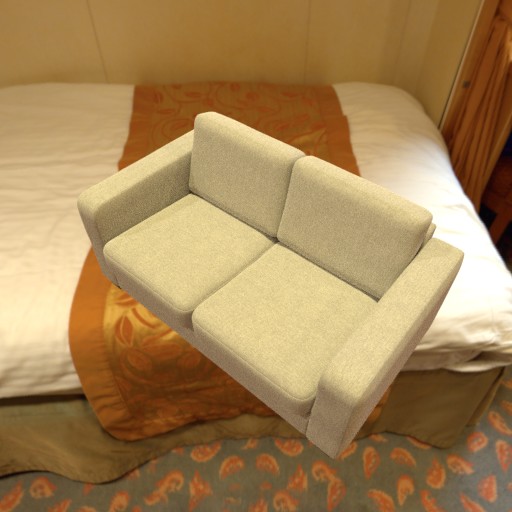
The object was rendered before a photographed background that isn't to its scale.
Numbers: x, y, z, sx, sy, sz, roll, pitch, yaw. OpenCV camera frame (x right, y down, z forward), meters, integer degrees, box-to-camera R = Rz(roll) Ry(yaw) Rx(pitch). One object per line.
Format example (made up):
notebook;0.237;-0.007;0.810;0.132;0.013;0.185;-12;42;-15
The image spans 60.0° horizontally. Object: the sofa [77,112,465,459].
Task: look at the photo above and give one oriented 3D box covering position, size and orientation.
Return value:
sofa;0.000;0.000;2.052;1.540;0.800;0.900;32;54;26
